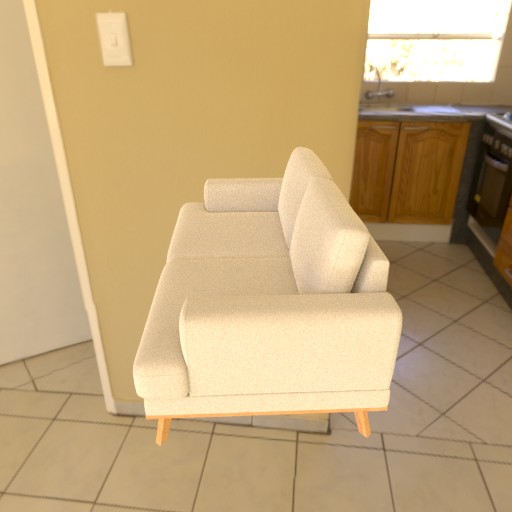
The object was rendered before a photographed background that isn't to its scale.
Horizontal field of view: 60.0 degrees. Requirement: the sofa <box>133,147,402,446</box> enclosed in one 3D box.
[{"bbox_3d":[0.000,0.000,2.201,0.915,0.810,1.651,-1,26,-2],"label":"sofa"}]
